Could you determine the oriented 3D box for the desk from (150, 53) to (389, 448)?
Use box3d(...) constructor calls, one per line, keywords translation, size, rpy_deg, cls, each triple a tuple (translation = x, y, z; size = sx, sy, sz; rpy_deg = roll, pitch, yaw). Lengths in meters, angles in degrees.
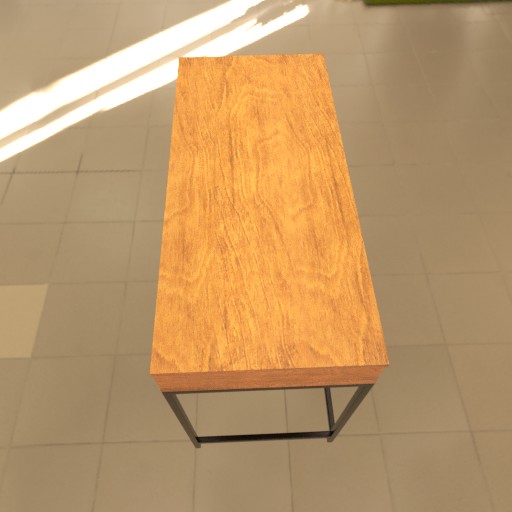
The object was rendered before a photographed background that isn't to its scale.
box3d(translation=(0.000, 0.000, 1.440), size=(0.470, 0.762, 1.016), rpy_deg=(-2, 57, -1), cls="desk")
